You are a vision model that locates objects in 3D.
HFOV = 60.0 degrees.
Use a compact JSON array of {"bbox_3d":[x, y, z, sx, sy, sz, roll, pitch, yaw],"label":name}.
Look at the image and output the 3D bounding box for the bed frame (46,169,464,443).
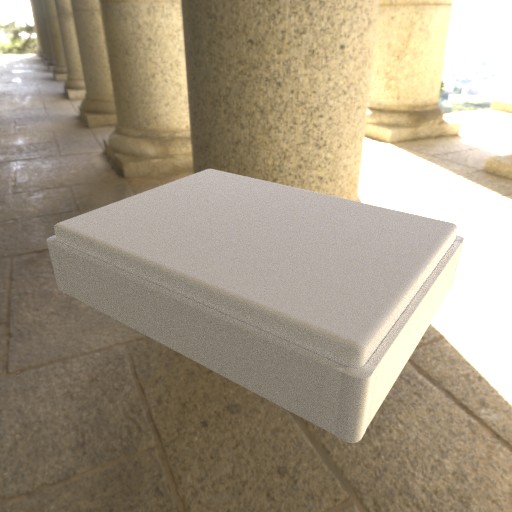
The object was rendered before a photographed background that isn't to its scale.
[{"bbox_3d":[0.000,0.000,2.524,1.900,0.406,1.400,18,33,31],"label":"bed frame"}]
